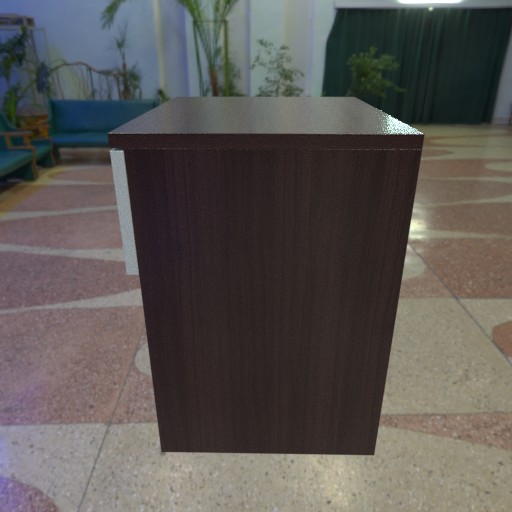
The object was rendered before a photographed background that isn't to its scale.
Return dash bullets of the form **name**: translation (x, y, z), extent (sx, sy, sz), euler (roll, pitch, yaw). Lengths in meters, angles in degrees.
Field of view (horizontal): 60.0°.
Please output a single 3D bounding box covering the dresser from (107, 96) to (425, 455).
- **dresser**: translation (0.000, 0.000, 0.746), extent (0.360, 0.470, 0.400), euler (0, 25, 1)
